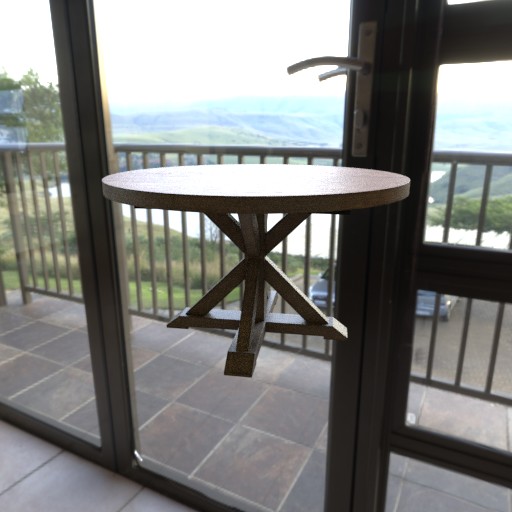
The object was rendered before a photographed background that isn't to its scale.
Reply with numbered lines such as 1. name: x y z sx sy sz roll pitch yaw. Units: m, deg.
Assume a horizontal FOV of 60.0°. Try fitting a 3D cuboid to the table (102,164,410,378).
1. table: 0.000 0.000 2.166 1.363 0.781 1.363 0 16 0
